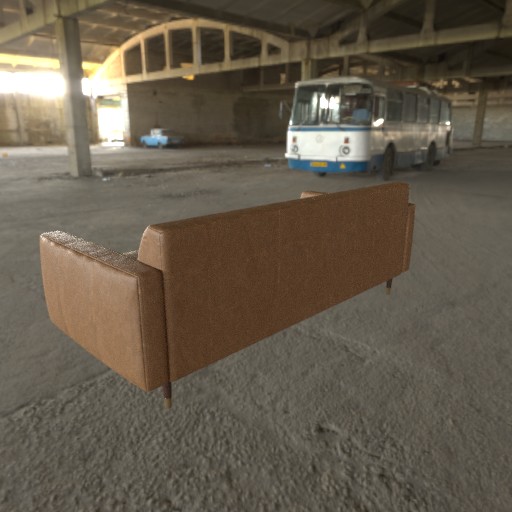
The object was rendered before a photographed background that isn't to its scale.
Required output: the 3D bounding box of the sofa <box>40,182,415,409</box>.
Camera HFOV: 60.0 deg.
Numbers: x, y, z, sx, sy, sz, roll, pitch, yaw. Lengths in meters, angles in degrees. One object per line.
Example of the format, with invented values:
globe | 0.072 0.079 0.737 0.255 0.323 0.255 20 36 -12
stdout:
sofa | 0.000 0.000 2.761 0.990 0.821 2.291 16 23 43
